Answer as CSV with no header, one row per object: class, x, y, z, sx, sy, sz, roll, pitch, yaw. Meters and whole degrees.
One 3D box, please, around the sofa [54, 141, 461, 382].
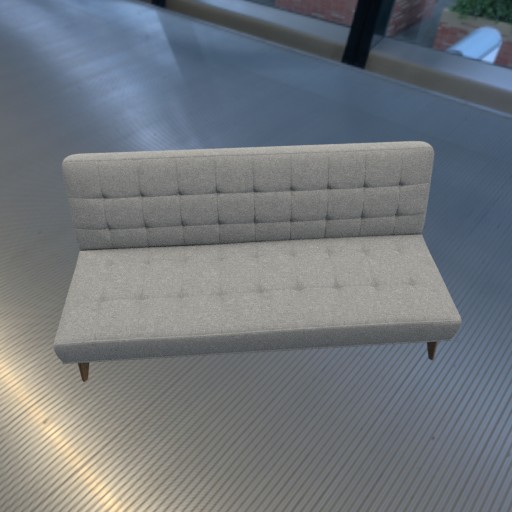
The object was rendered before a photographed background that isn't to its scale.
sofa,0.000,0.000,2.179,1.800,0.810,0.860,-3,46,-3
